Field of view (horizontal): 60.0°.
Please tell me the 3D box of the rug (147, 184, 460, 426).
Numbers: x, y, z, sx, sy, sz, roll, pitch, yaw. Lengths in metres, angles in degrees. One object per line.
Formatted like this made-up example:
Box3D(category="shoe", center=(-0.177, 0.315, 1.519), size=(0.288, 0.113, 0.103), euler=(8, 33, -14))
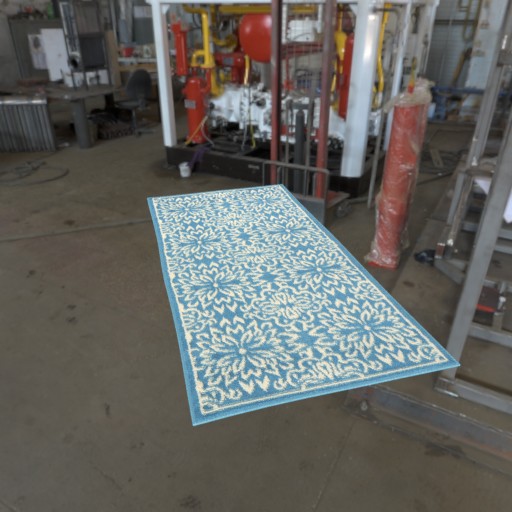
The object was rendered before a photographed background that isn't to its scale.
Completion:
Box3D(category="rug", center=(0.000, 0.000, 1.432), size=(0.604, 0.007, 1.219), euler=(-8, 30, -14))
